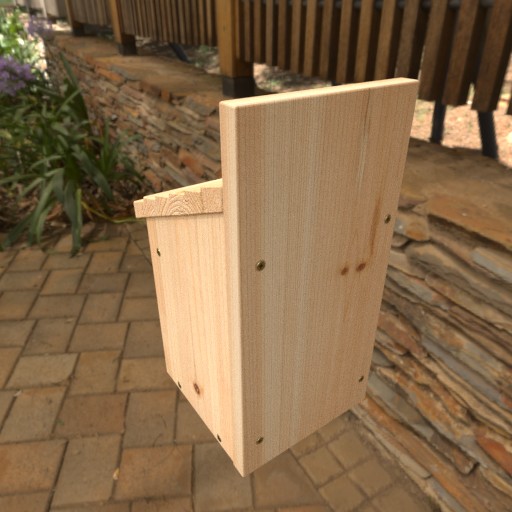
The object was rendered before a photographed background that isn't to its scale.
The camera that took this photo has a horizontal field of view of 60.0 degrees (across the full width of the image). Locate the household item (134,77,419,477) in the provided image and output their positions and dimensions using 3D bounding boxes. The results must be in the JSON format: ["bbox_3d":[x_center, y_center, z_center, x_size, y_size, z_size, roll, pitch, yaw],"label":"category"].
[{"bbox_3d":[0.000,0.000,0.392,0.149,0.300,0.171,-19,35,-30],"label":"household item"}]
